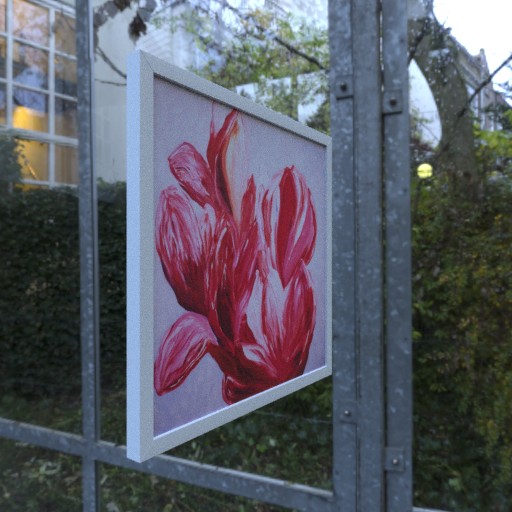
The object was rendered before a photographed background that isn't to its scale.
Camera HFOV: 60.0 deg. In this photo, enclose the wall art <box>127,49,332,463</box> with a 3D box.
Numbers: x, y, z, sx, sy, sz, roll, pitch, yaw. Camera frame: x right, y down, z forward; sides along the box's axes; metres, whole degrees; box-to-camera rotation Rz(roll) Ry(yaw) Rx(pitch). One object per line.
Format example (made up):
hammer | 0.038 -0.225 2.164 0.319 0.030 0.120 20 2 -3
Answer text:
wall art | 0.000 0.000 0.673 0.023 0.453 0.455 0 0 37
